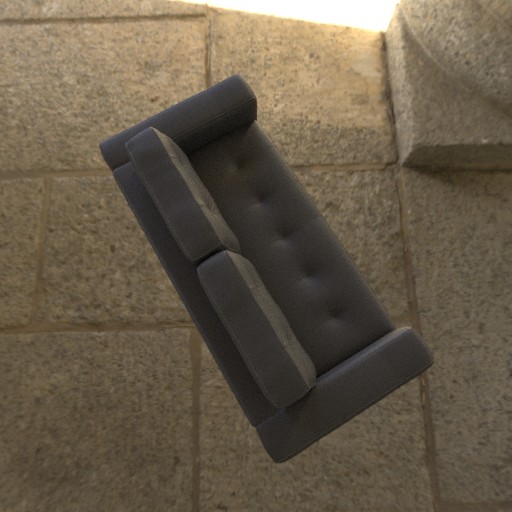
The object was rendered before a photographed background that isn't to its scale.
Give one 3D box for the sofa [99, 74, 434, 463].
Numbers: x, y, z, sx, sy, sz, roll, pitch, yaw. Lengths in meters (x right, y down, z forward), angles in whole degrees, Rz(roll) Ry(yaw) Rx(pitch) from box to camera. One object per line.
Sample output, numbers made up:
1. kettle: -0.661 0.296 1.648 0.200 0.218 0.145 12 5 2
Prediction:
1. sofa: 0.000 0.000 2.218 0.833 0.892 1.726 -30 77 -8
